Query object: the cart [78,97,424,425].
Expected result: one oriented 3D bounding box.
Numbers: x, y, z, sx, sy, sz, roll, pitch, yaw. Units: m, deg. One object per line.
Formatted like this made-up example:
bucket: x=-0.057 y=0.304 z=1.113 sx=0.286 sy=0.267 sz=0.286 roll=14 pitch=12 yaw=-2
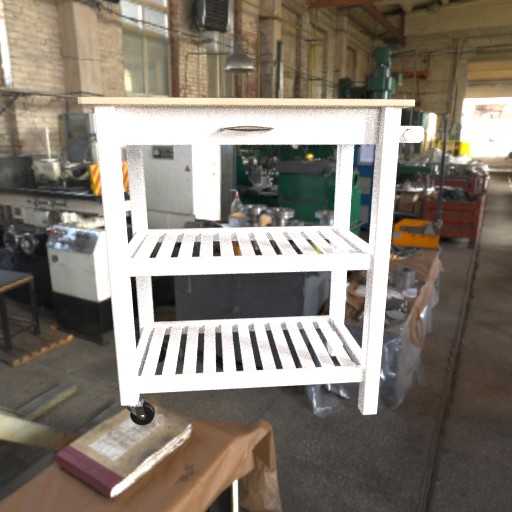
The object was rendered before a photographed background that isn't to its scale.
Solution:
cart: x=0.000 y=0.000 z=1.431 sx=0.899 sy=0.927 sz=0.457 roll=-1 pitch=15 yaw=-5
